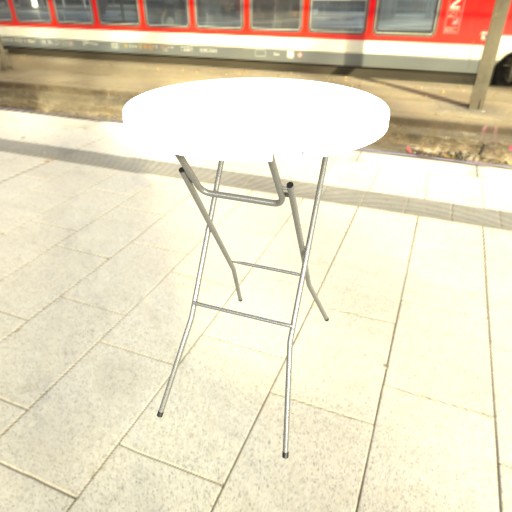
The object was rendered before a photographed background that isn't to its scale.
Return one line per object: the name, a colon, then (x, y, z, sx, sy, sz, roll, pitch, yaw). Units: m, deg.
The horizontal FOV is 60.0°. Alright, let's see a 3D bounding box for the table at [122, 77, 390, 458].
table: (0.000, 0.000, 1.641, 0.792, 1.105, 0.795, 11, 34, 17)
